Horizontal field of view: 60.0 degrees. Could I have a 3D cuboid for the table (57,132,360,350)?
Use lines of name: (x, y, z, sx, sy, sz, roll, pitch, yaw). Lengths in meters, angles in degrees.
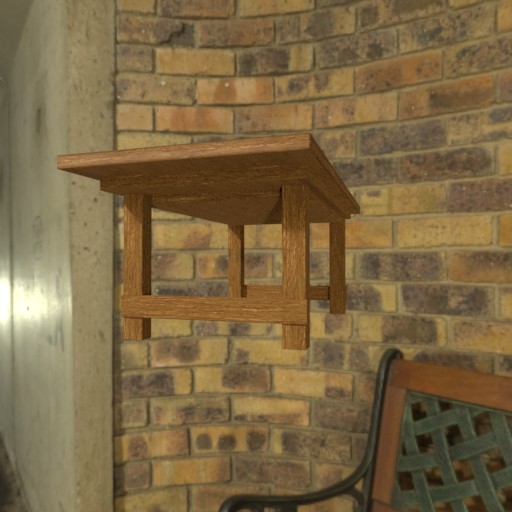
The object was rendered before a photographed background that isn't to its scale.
table: (0.000, 0.000, 2.513, 1.000, 0.762, 1.982, 0, -1, 18)
